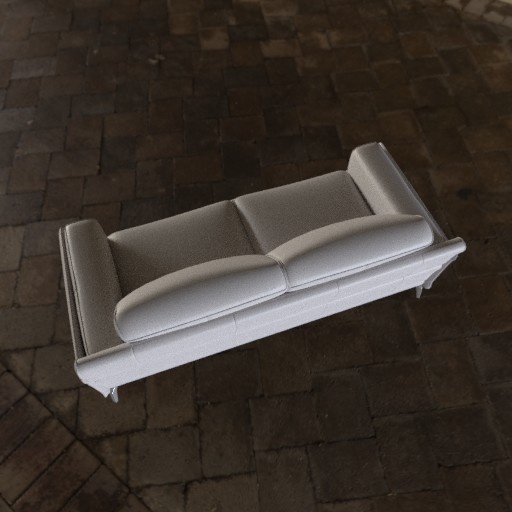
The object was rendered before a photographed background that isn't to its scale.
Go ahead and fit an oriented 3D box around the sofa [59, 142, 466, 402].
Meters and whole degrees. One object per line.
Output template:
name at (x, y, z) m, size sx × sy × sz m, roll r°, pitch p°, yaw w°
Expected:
sofa at (0.000, 0.000, 2.577) m, size 2.101 × 0.930 × 1.049 m, roll -17°, pitch 59°, yaw -10°
